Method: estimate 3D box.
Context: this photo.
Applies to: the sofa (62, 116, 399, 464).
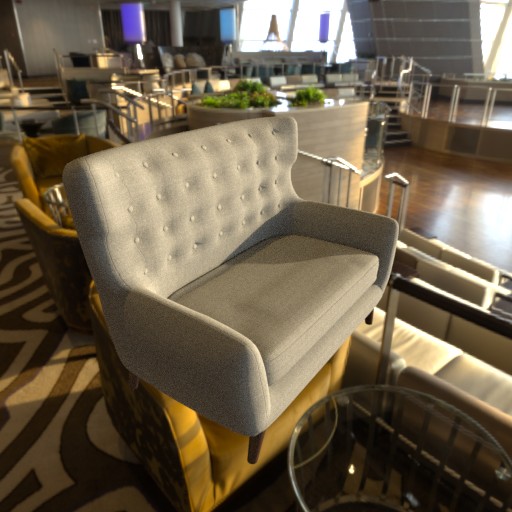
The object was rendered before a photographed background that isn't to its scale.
[{"bbox_3d":[0.000,0.000,2.004,0.884,1.028,1.386,17,31,32],"label":"sofa"}]
